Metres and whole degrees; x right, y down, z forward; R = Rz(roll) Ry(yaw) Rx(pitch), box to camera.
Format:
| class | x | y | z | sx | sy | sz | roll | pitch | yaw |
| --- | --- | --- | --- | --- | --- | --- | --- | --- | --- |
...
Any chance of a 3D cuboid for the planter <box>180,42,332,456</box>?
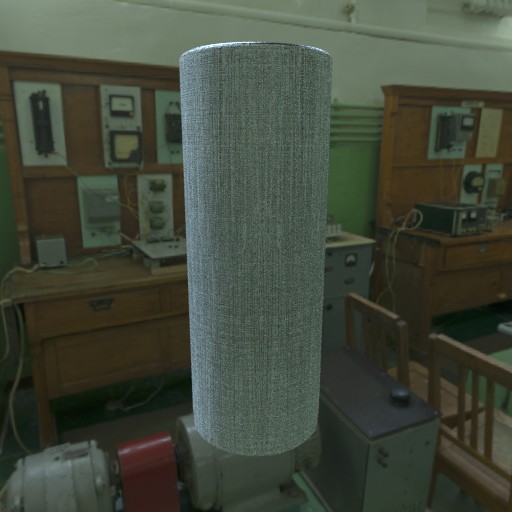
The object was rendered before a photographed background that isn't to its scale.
| class | x | y | z | sx | sy | sz | roll | pitch | yaw |
| --- | --- | --- | --- | --- | --- | --- | --- | --- | --- |
| planter | 0.000 | 0.000 | 0.326 | 0.100 | 0.270 | 0.100 | -7 | 16 | -26 |
